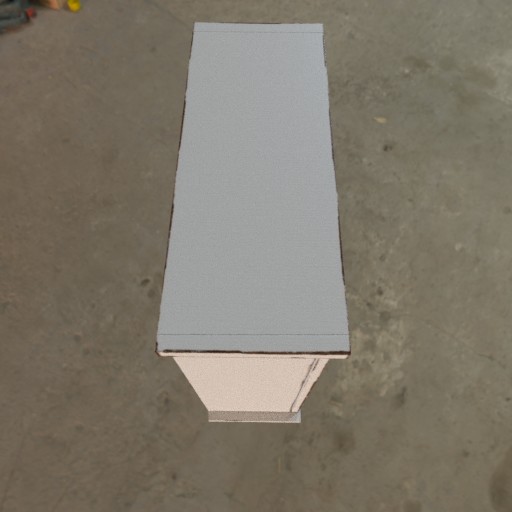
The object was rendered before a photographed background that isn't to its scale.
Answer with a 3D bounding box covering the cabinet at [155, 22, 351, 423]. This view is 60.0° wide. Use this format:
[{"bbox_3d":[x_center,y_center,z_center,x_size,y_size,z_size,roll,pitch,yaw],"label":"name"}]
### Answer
[{"bbox_3d":[0.000,0.000,0.863,0.210,0.603,0.541,1,63,0],"label":"cabinet"}]
